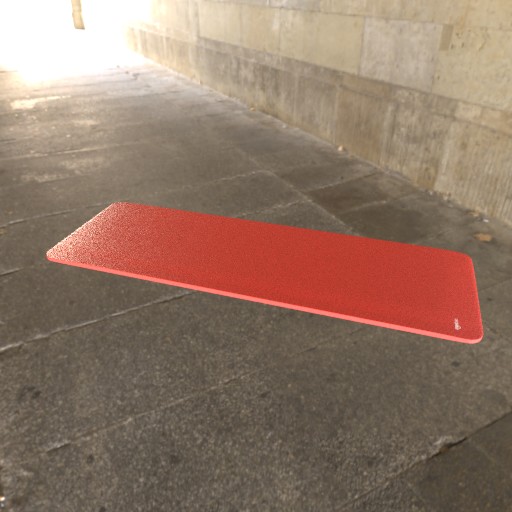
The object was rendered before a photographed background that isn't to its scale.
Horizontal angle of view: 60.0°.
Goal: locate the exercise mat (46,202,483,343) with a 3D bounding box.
[{"bbox_3d":[0.000,0.000,2.021,1.869,0.021,0.616,10,33,15],"label":"exercise mat"}]
